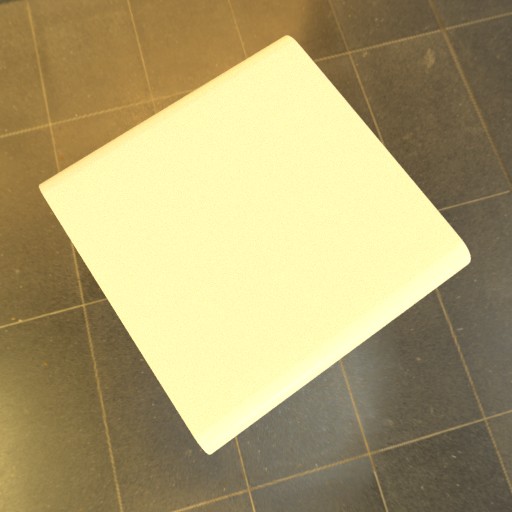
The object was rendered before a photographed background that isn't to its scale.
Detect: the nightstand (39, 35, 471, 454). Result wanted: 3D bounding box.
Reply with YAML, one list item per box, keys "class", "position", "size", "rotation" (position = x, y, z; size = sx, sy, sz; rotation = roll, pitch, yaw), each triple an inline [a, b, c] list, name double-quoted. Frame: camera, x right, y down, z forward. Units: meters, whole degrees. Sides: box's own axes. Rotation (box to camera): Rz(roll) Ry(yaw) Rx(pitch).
- class: "nightstand"
  position: [0.000, 0.000, 0.759]
  size: [0.404, 0.447, 0.399]
  rotation: [-34, 79, -8]
